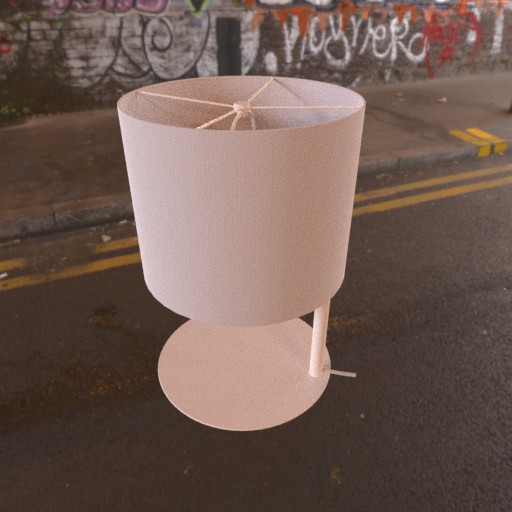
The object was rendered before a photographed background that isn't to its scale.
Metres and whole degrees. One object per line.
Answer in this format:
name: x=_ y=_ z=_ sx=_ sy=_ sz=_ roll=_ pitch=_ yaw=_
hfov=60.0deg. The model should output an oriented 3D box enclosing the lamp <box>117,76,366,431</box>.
lamp: x=0.000 y=0.000 z=0.661 sx=0.341 sy=0.454 sz=0.299 roll=9 pitch=33 yaw=14
